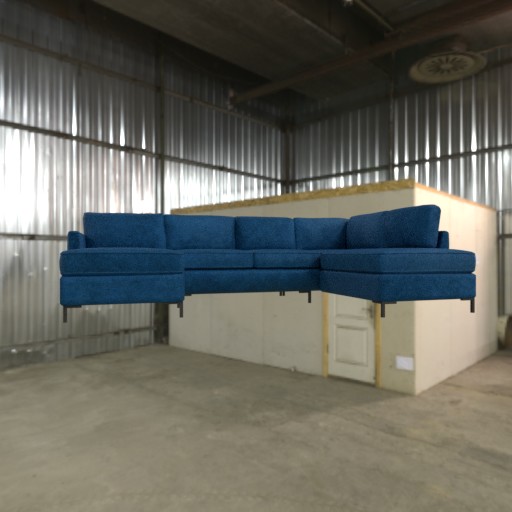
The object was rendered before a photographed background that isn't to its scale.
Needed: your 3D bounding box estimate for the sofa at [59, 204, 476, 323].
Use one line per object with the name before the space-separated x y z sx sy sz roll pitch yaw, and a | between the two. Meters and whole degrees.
sofa | 0.000 0.000 4.306 3.434 0.992 2.055 0 0 -18
